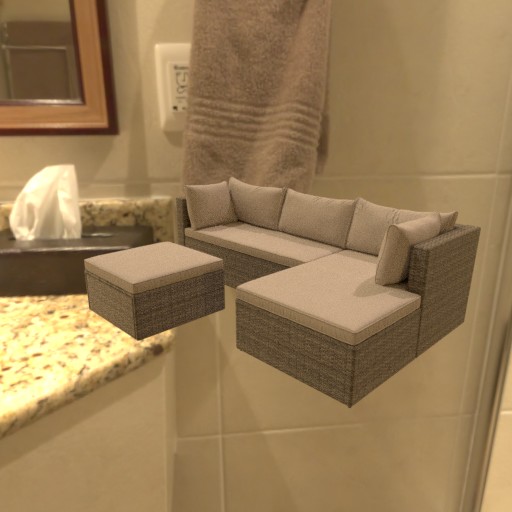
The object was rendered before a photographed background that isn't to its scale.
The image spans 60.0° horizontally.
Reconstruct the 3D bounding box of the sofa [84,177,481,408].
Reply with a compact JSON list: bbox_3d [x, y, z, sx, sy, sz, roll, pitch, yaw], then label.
[{"bbox_3d":[0.000,0.000,2.936,1.662,0.766,2.192,-16,23,-42],"label":"sofa"}]
